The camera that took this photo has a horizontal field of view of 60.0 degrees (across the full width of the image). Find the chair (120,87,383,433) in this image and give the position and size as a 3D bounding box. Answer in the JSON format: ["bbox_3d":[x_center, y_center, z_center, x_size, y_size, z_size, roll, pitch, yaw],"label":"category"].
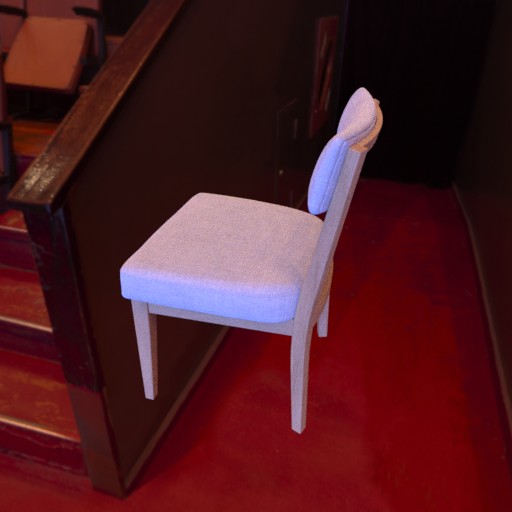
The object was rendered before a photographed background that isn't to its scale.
[{"bbox_3d":[0.000,0.000,1.229,0.572,0.832,0.508,9,32,14],"label":"chair"}]
